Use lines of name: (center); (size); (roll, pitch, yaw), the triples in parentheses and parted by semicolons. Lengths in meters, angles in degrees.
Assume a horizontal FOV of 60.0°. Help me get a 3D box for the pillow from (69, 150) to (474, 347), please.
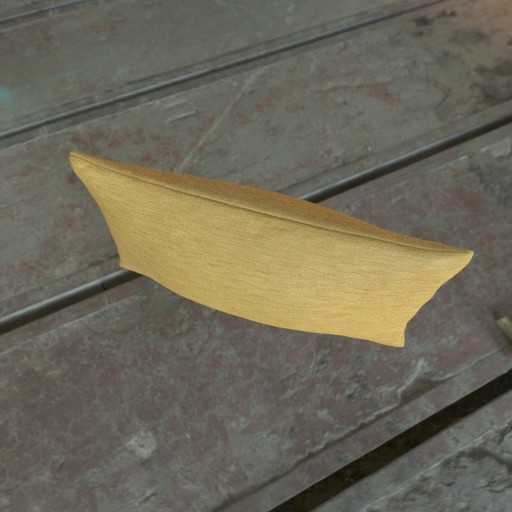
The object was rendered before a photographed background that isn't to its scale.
pillow: (0.000, 0.000, 0.805); (0.634, 0.354, 0.210); (15, 60, 9)
